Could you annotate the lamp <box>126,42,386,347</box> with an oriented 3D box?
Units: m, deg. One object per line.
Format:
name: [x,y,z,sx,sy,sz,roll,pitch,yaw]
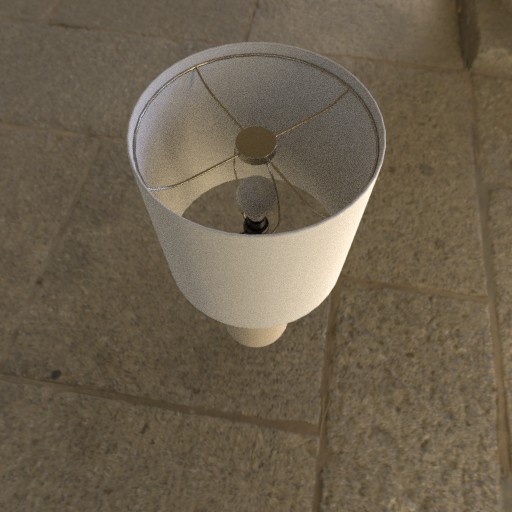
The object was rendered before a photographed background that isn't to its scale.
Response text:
lamp: [0.000,0.000,0.589,0.220,0.475,0.220,-17,63,-9]
